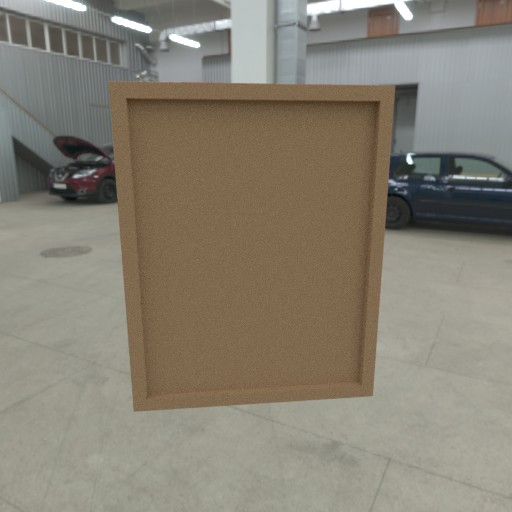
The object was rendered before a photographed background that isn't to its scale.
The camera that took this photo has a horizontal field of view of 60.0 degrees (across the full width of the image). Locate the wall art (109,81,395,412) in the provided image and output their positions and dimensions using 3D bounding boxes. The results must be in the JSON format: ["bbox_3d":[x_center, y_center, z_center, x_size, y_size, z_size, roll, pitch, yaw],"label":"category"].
[{"bbox_3d":[0.000,0.000,0.699,0.406,0.508,0.028,-2,14,-6],"label":"wall art"}]
